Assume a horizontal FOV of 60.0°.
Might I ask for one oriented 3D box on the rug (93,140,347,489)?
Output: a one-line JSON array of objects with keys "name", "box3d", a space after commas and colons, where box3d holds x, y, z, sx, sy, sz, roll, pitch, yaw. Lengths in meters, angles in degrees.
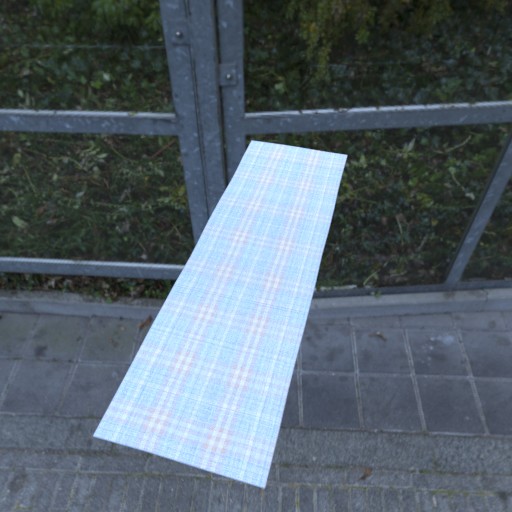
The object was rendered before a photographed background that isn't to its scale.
[{"name": "rug", "box3d": [0.000, 0.000, 2.636, 0.762, 0.013, 2.439, 11, 47, 11]}]
